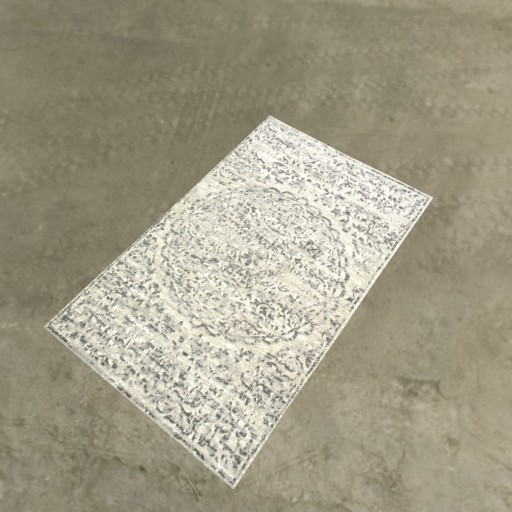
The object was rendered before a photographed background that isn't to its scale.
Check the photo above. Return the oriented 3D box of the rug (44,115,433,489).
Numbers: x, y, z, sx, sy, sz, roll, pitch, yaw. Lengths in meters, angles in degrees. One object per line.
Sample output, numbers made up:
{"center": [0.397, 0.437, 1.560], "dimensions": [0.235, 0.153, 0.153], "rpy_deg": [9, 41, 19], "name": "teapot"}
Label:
{"center": [0.000, 0.000, 3.076], "dimensions": [1.527, 0.021, 2.447], "rpy_deg": [32, 63, 19], "name": "rug"}
